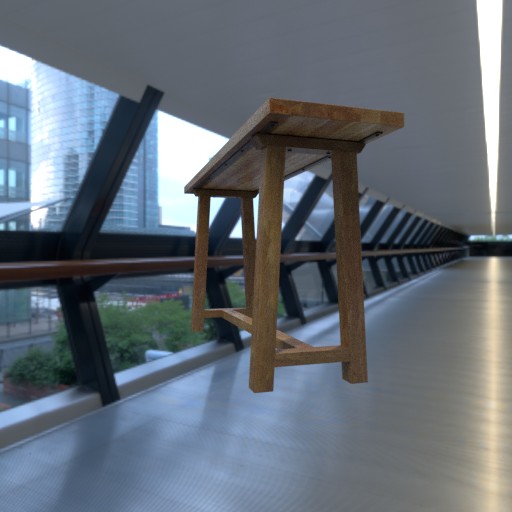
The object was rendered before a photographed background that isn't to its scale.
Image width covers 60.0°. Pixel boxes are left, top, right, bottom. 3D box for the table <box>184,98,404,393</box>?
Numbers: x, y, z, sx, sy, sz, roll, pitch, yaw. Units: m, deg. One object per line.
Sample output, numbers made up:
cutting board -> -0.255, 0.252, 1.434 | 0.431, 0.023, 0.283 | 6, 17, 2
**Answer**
table -> 0.000, 0.000, 1.924 | 0.405, 0.810, 1.524 | 0, 0, -17
